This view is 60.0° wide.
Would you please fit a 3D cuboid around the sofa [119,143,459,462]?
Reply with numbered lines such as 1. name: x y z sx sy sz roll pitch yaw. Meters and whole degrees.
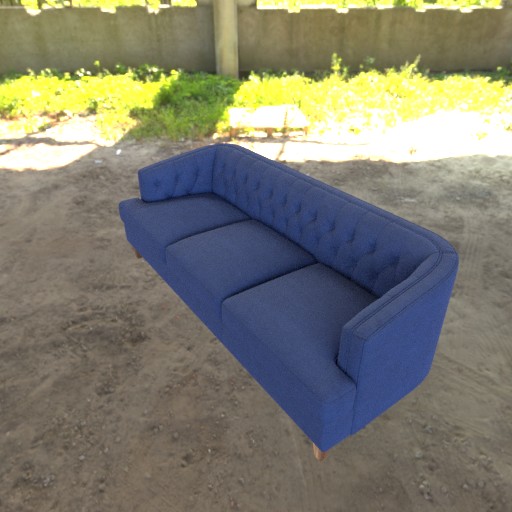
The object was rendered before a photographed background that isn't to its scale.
1. sofa: 0.000 0.000 2.670 0.914 0.787 2.235 -19 36 -29
